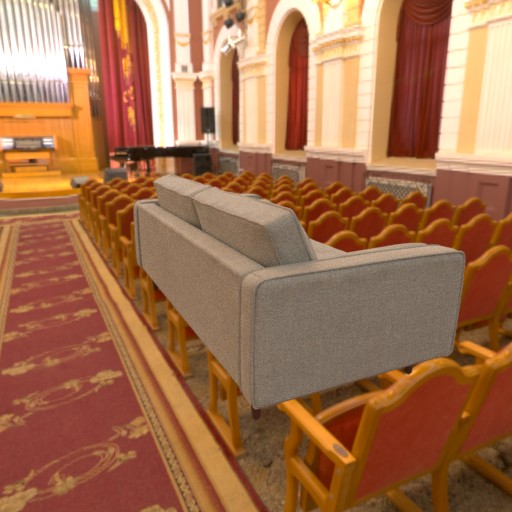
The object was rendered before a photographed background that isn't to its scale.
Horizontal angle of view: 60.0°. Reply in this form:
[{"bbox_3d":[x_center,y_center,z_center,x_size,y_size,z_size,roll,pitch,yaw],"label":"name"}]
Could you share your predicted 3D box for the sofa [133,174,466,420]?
[{"bbox_3d":[0.000,0.000,2.337,0.914,0.762,1.879,-7,17,-25],"label":"sofa"}]
